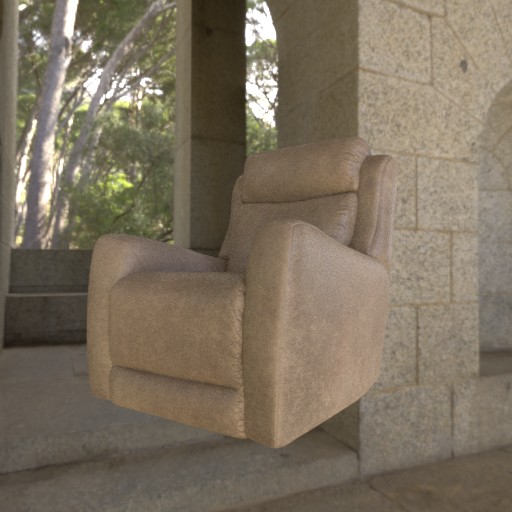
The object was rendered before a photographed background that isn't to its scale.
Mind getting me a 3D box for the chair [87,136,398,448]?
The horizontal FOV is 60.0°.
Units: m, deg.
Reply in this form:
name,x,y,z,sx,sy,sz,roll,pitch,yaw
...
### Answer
name,x,y,z,sx,sy,sz,roll,pitch,yaw
chair,0.000,0.000,1.883,0.967,1.116,1.068,-1,-2,36
